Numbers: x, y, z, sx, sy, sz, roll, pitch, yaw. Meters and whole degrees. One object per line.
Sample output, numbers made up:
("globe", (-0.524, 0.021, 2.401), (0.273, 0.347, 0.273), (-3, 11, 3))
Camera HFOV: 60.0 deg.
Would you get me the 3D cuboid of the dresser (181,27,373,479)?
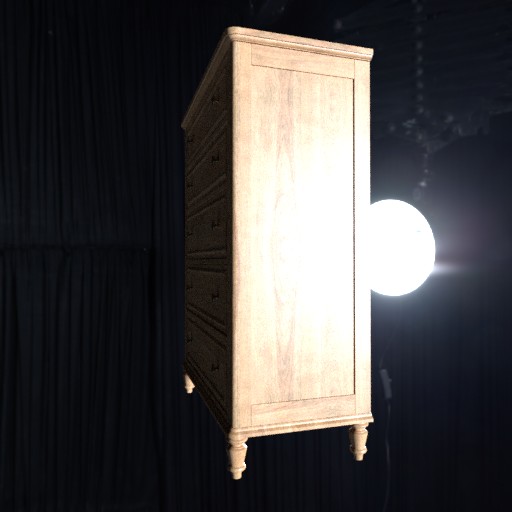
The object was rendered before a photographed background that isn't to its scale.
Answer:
("dresser", (0.000, 0.000, 1.805), (0.484, 1.318, 0.973), (0, -1, -18))
